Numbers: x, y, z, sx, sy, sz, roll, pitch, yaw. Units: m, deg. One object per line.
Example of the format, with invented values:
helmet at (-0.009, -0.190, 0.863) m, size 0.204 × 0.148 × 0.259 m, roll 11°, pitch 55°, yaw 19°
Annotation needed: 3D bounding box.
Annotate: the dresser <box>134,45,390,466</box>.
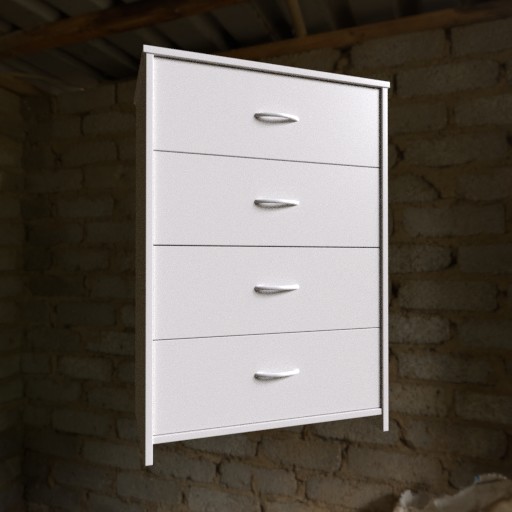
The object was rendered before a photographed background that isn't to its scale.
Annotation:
dresser at (0.000, 0.000, 1.360) m, size 0.704 × 1.021 × 0.401 m, roll 0°, pitch -1°, yaw -19°
